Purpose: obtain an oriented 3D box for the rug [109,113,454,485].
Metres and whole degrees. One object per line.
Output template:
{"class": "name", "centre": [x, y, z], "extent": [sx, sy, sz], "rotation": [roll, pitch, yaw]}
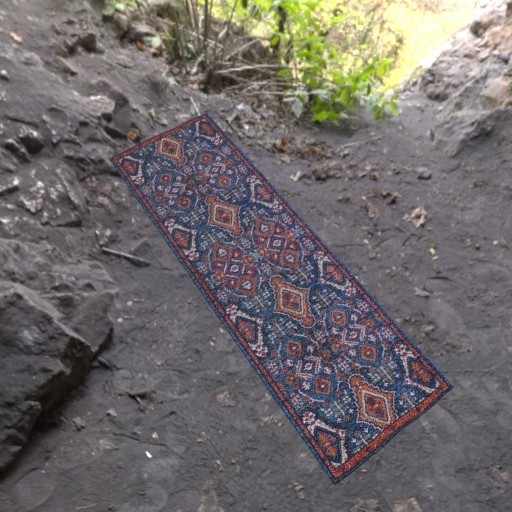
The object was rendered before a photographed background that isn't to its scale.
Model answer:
{"class": "rug", "centre": [0.000, 0.000, 2.678], "extent": [0.801, 0.010, 2.459], "rotation": [-31, 64, -17]}
